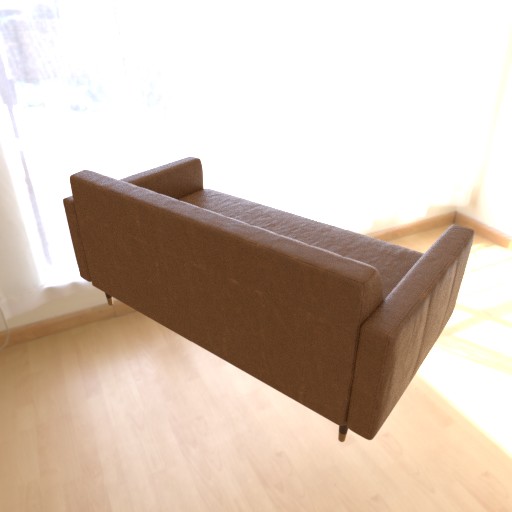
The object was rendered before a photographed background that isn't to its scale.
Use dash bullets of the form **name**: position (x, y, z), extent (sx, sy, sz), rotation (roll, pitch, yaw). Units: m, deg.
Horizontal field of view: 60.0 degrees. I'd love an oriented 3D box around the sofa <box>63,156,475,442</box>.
- **sofa**: position (0.000, 0.000, 2.293), extent (1.847, 0.821, 0.993), rotation (21, 36, 32)
